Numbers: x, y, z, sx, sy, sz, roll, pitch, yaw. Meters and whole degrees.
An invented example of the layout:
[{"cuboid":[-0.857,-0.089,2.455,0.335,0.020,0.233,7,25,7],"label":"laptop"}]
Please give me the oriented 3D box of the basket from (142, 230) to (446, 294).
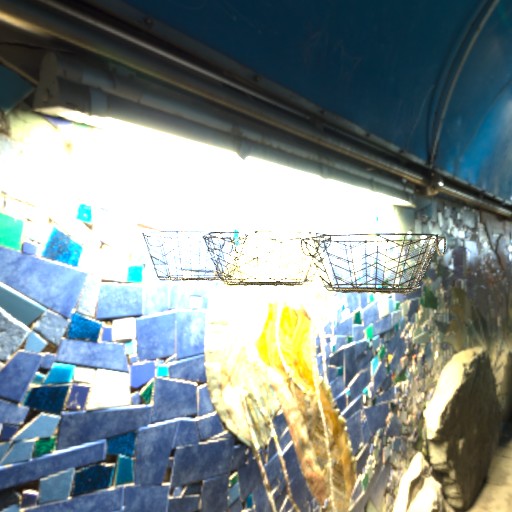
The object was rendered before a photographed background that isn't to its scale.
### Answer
[{"cuboid":[0.000,0.000,1.410,0.432,0.178,1.246,1,-1,-36],"label":"basket"}]
